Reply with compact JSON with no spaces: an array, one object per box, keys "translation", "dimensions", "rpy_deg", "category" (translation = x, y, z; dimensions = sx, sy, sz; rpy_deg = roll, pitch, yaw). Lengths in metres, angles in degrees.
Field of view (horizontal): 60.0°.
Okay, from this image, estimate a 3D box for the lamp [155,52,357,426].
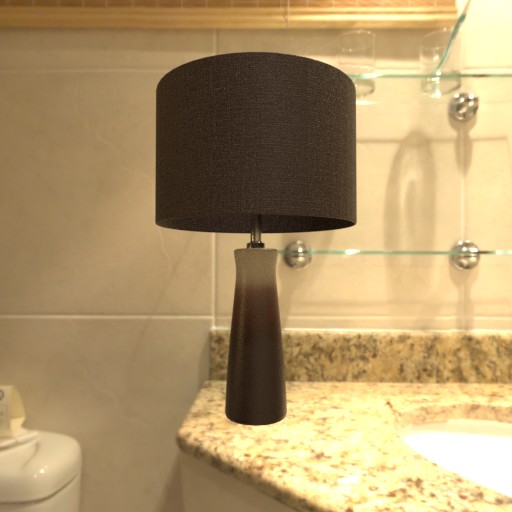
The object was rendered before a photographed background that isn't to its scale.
[{"translation":[0.000,0.000,0.682],"dimensions":[0.303,0.488,0.303],"rpy_deg":[0,-2,0],"category":"lamp"}]
